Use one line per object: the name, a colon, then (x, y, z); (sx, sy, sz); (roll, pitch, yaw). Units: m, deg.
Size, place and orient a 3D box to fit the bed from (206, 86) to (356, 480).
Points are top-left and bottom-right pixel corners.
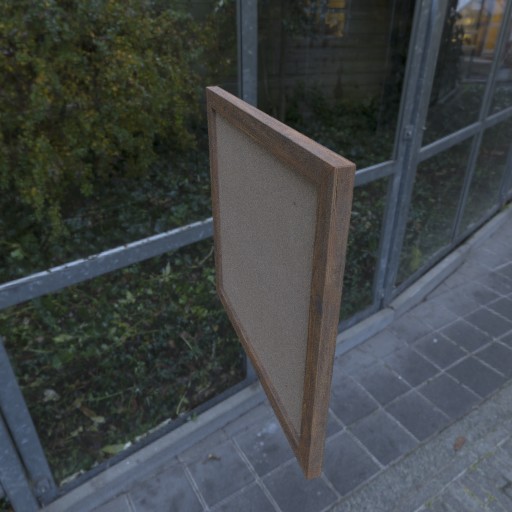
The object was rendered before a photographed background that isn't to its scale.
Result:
bed: (0.000, 0.000, 1.502); (0.046, 0.942, 1.046); (-10, 30, -17)
